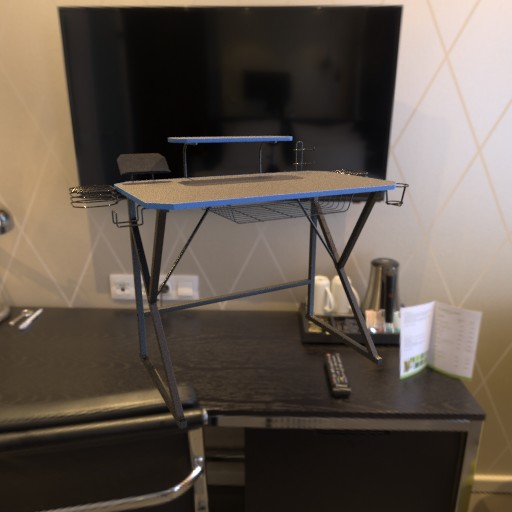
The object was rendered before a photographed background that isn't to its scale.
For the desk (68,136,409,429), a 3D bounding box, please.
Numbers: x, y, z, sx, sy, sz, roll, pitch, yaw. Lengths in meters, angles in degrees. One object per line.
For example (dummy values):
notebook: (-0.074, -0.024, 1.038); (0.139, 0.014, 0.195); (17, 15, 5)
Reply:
desk: (0.000, 0.000, 1.777); (1.295, 0.909, 0.594); (-9, 19, -27)
